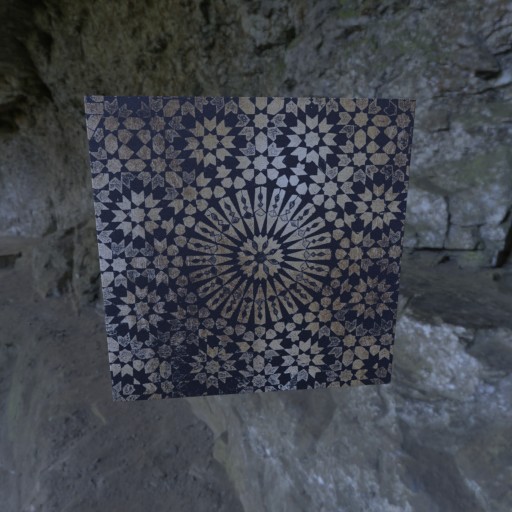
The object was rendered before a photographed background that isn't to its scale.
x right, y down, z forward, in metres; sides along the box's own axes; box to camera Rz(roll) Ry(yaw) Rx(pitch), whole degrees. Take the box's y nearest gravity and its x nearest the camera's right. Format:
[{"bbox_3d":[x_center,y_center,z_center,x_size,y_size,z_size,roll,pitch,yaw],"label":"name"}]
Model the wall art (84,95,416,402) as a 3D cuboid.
[{"bbox_3d":[0.000,0.000,0.908,0.612,0.612,0.038,-2,15,-7],"label":"wall art"}]
